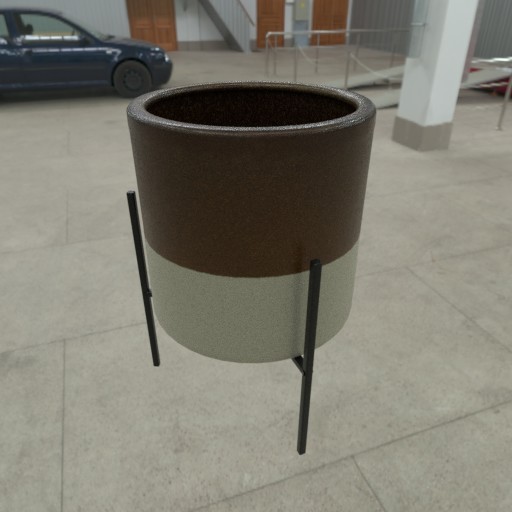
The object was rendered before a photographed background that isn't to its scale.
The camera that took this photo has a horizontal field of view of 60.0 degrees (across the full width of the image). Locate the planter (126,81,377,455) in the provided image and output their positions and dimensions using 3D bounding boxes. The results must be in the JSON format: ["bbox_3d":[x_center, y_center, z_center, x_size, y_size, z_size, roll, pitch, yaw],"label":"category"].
[{"bbox_3d":[0.000,0.000,0.549,0.255,0.375,0.269,19,35,29],"label":"planter"}]
